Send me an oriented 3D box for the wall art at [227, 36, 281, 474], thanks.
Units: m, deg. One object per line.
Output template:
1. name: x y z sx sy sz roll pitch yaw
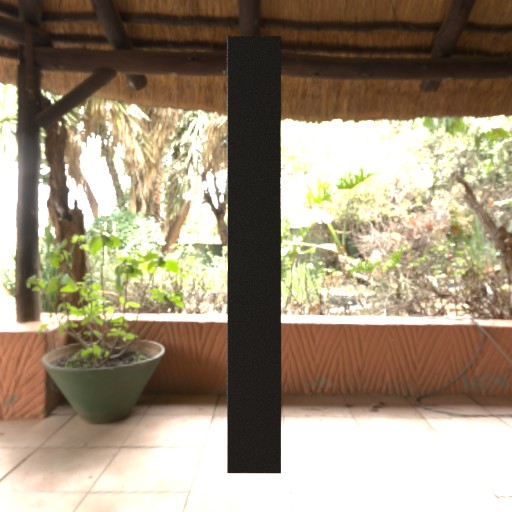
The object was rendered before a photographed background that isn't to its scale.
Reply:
1. wall art: 0.000 0.000 0.459 0.038 0.304 0.304 0 -1 0
